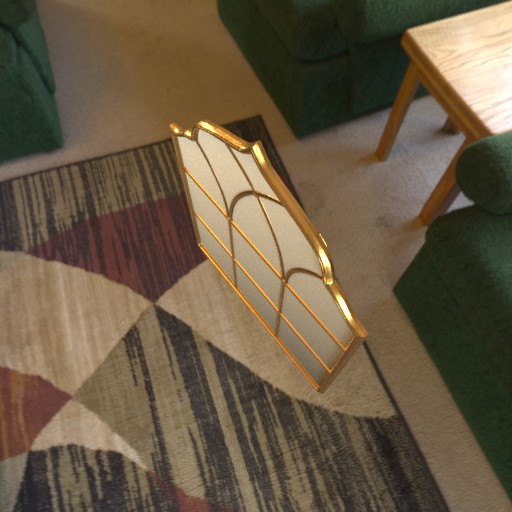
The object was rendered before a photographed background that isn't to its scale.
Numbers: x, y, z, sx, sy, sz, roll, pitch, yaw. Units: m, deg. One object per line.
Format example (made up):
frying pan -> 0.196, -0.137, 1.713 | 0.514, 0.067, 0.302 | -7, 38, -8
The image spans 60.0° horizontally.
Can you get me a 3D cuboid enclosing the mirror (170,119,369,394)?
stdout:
mirror -> 0.000, 0.000, 0.851 | 0.018, 0.635, 0.513 | -35, 68, -16
